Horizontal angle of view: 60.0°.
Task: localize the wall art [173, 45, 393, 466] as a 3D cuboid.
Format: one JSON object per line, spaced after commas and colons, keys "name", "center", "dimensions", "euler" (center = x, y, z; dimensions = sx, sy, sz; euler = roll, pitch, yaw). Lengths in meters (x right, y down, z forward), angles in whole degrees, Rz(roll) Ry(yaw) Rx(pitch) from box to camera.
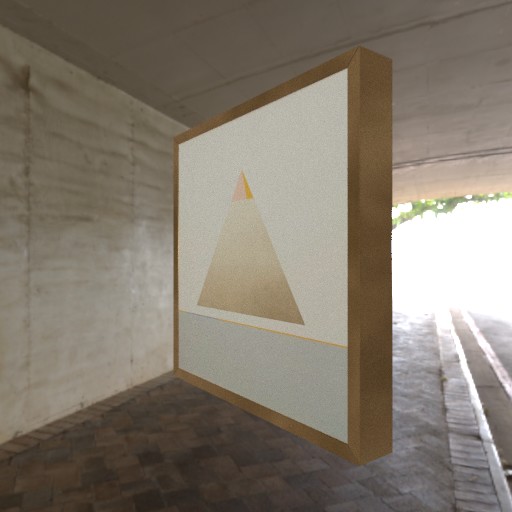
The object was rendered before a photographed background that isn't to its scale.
{"name": "wall art", "center": [0.000, 0.000, 0.453], "dimensions": [0.038, 0.303, 0.305], "euler": [0, 0, -36]}
